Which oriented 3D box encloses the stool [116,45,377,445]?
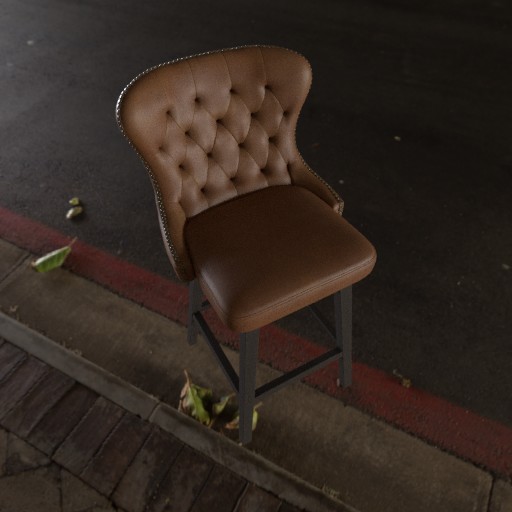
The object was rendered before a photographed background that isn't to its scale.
[{"bbox_3d":[0.000,0.000,1.296,0.528,0.971,0.593,-22,50,-20],"label":"stool"}]
